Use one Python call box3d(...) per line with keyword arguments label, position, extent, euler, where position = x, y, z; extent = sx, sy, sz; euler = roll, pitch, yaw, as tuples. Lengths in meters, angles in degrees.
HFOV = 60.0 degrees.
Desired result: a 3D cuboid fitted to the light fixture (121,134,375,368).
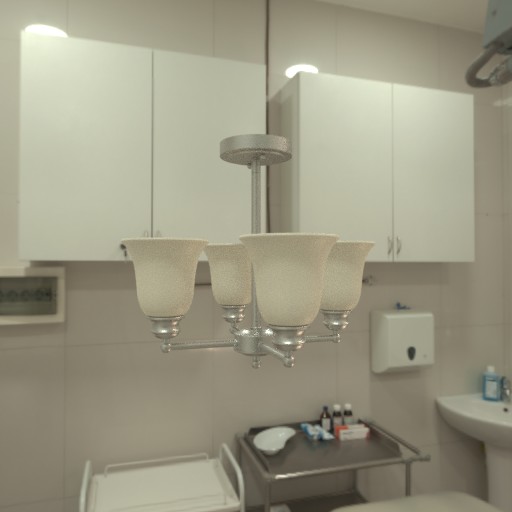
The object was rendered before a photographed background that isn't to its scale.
box3d(label="light fixture", position=(0.000, 0.000, 0.733), extent=(0.427, 0.370, 0.427), euler=(0, -1, -17))
